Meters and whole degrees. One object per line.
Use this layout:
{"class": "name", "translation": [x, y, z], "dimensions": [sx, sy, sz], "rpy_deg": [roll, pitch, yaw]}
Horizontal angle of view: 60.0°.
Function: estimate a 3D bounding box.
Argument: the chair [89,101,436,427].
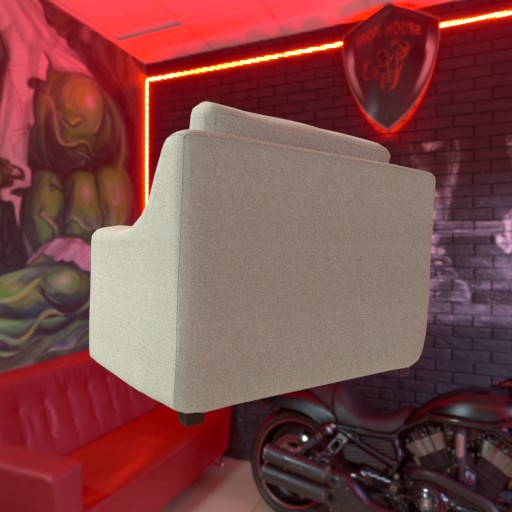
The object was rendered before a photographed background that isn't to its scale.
{"class": "chair", "translation": [0.000, 0.000, 1.925], "dimensions": [1.178, 1.016, 1.009], "rpy_deg": [0, 0, -35]}
